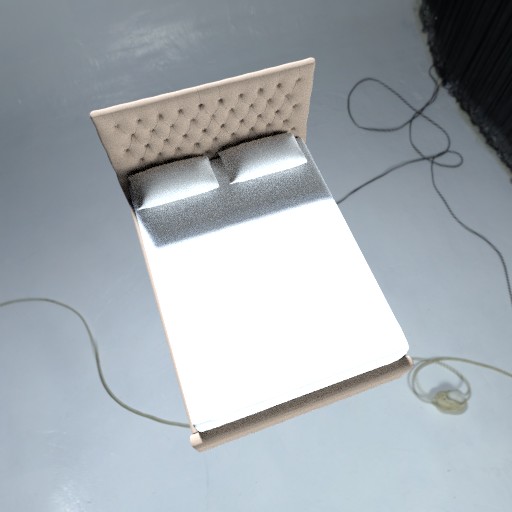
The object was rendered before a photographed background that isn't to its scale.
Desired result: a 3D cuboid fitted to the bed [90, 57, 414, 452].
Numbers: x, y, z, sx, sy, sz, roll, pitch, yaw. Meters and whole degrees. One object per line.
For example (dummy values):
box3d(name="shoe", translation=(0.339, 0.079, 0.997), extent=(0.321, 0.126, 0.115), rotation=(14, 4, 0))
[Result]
box3d(name="bed", translation=(0.000, 0.000, 3.341), extent=(1.696, 1.426, 2.233), rotation=(-17, 64, -9))
